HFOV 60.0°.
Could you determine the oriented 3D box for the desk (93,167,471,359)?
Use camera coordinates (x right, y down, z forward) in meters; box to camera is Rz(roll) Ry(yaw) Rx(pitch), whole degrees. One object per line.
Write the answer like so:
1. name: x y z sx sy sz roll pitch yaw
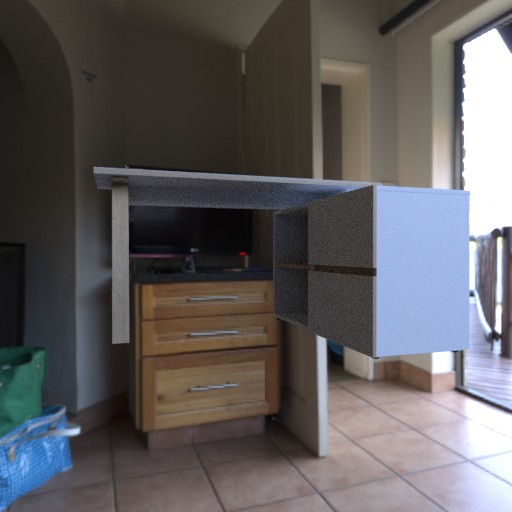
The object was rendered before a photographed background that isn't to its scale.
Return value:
1. desk: 0.000 0.000 2.031 1.404 0.755 1.098 0 0 -18
